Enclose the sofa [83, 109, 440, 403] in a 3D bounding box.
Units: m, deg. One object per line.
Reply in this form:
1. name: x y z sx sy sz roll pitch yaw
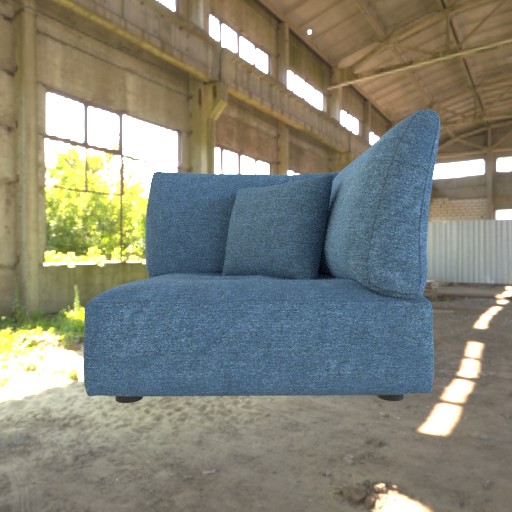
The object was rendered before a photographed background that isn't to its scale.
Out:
1. sofa: 0.000 0.000 1.683 1.000 0.820 1.000 0 0 -1
